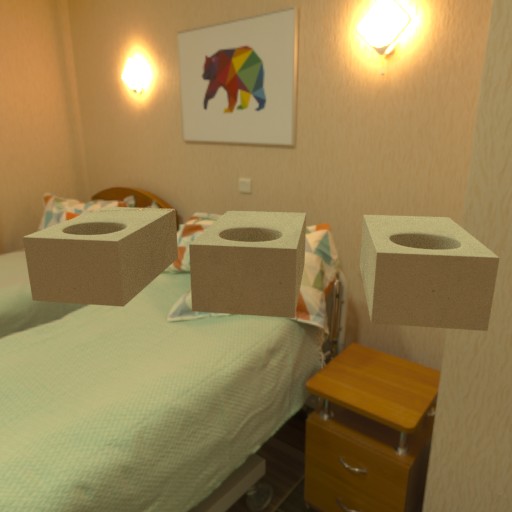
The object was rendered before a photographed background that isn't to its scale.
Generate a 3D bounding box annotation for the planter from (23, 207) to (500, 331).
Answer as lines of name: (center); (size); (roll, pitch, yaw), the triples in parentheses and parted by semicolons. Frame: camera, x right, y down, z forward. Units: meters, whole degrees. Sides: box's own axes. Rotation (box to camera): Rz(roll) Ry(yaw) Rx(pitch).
planter: (0.000, 0.000, 0.373); (0.333, 0.051, 0.127); (3, 17, 9)
